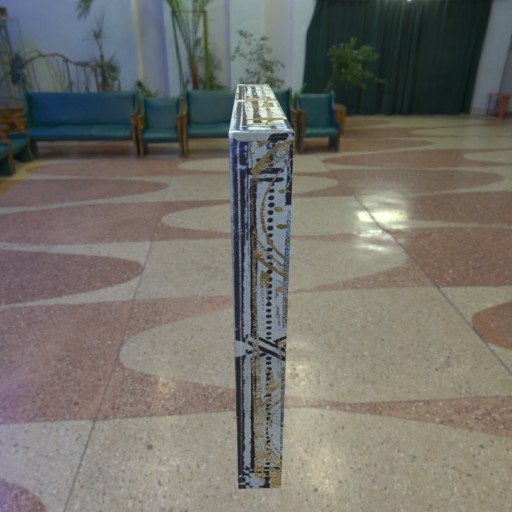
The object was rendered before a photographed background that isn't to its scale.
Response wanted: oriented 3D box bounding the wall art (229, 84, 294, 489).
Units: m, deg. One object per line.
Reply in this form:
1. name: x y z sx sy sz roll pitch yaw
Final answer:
1. wall art: 0.000 0.000 0.456 0.038 0.306 0.302 -1 26 -1
